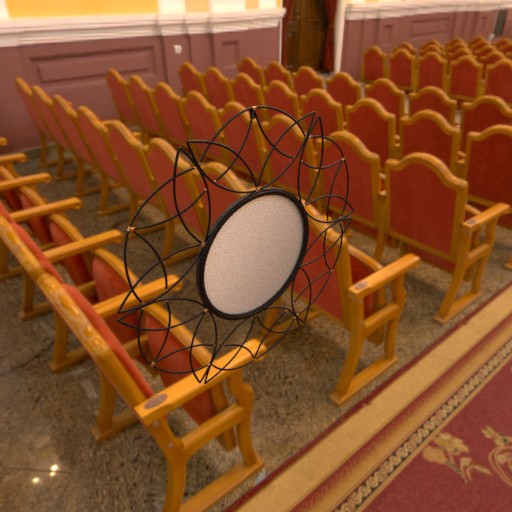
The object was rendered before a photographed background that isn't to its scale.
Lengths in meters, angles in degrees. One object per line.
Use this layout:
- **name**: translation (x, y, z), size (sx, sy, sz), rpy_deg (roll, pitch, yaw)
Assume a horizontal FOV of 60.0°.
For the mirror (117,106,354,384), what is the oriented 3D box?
- **mirror**: translation (0.000, 0.000, 1.183), size (0.797, 0.775, 0.028), rpy_deg (-24, 39, -33)
